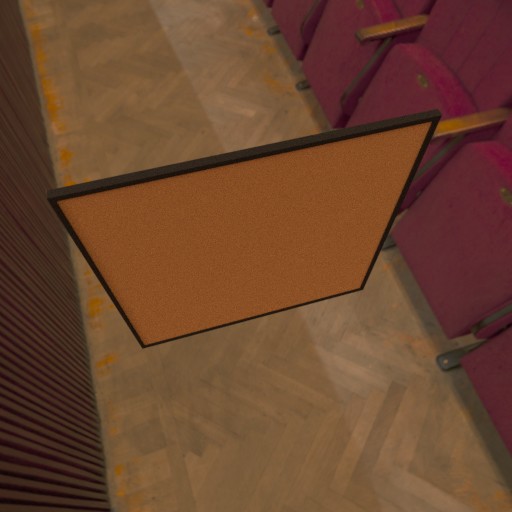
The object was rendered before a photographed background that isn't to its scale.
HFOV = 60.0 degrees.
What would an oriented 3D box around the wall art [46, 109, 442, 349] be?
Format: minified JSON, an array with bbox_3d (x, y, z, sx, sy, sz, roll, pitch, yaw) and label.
[{"bbox_3d":[0.000,0.000,0.693,0.458,0.457,0.013,-14,60,-8],"label":"wall art"}]
